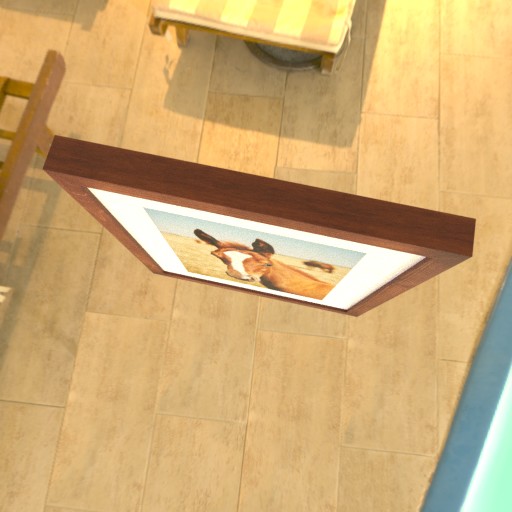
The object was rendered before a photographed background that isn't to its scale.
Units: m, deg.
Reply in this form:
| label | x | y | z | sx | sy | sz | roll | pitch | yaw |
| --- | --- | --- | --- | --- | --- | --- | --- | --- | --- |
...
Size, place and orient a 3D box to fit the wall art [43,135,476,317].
| label | x | y | z | sx | sy | sz | roll | pitch | yaw |
| --- | --- | --- | --- | --- | --- | --- | --- | --- | --- |
| wall art | 0.000 | 0.000 | 0.521 | 0.330 | 0.381 | 0.030 | 12 | 76 | 3 |
